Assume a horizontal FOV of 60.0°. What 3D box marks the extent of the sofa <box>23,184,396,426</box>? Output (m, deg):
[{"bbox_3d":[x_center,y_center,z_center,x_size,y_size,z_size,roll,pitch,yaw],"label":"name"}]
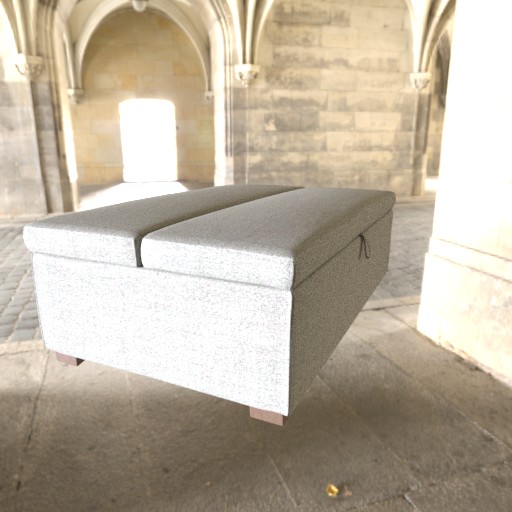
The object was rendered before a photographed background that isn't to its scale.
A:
[{"bbox_3d":[0.000,0.000,1.603,0.817,0.434,1.250,7,16,25],"label":"sofa"}]
